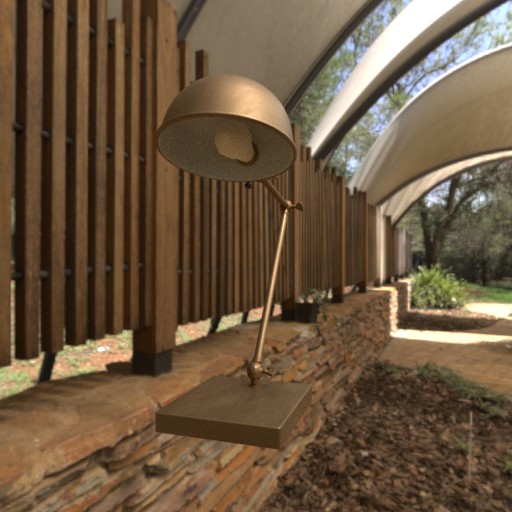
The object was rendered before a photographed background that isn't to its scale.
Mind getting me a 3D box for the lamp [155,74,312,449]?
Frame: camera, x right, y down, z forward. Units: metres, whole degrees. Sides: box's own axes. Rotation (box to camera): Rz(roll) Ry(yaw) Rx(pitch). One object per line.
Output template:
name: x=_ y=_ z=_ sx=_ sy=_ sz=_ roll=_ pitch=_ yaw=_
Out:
lamp: x=0.000 y=0.000 z=0.561 sx=0.149 sy=0.371 sz=0.339 roll=0 pitch=0 yaw=19
